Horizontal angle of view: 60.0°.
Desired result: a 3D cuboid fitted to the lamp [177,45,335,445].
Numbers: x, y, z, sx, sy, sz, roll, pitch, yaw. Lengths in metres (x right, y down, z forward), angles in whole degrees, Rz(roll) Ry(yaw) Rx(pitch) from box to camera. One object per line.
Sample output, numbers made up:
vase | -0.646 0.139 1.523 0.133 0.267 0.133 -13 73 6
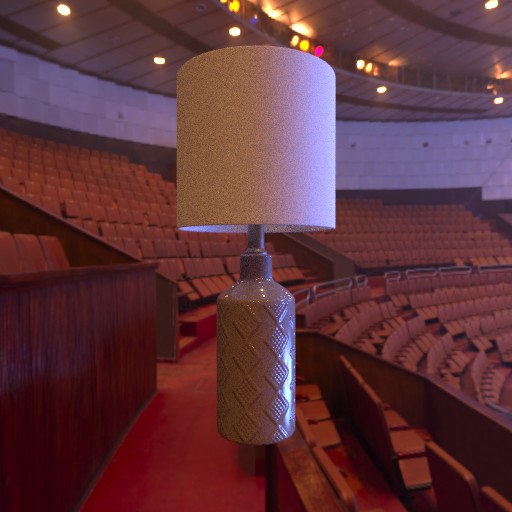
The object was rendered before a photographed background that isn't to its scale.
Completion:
lamp | 0.000 0.000 0.588 0.207 0.461 0.207 0 0 -18
